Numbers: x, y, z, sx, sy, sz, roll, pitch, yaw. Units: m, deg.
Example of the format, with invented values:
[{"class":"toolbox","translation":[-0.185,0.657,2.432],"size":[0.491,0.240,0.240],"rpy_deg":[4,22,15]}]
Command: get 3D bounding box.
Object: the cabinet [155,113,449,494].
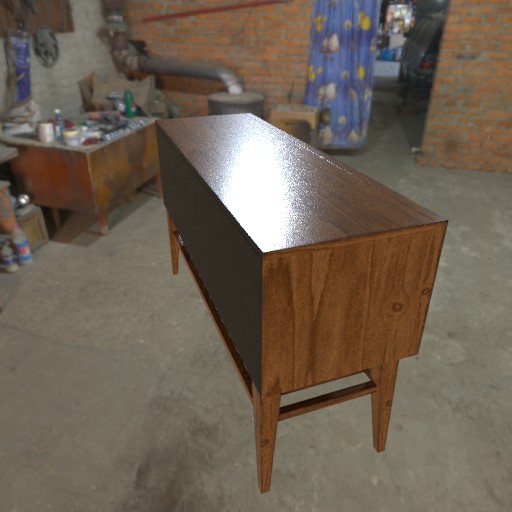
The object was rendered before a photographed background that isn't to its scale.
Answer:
[{"class":"cabinet","translation":[0.000,0.000,1.717],"size":[0.477,0.802,1.363],"rpy_deg":[-10,30,-18]}]
